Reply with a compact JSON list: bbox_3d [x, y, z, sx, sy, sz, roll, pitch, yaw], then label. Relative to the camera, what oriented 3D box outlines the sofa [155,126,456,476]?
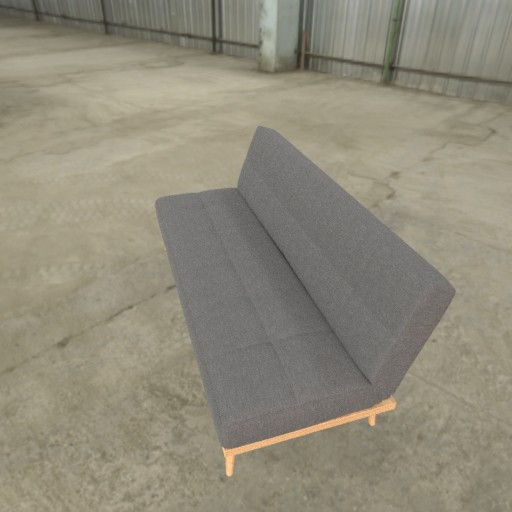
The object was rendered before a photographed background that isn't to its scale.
[{"bbox_3d":[0.000,0.000,2.231,0.820,0.770,1.820,-10,34,-15],"label":"sofa"}]
